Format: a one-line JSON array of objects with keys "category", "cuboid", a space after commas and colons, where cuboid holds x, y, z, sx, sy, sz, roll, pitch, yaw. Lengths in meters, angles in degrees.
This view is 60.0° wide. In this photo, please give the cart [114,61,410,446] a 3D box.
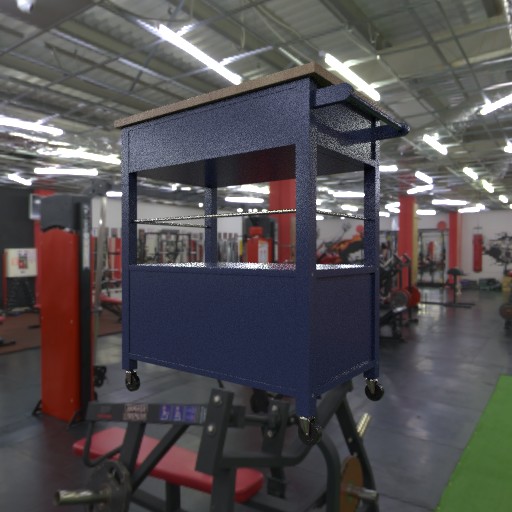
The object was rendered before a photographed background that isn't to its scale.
[{"category": "cart", "cuboid": [0.000, 0.000, 1.411, 0.840, 0.901, 0.459, 0, 1, 37]}]
